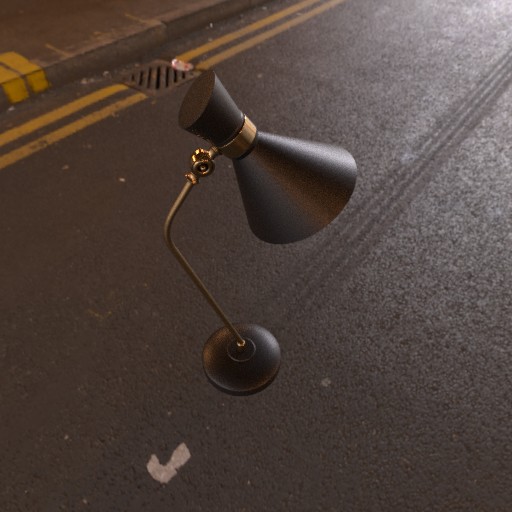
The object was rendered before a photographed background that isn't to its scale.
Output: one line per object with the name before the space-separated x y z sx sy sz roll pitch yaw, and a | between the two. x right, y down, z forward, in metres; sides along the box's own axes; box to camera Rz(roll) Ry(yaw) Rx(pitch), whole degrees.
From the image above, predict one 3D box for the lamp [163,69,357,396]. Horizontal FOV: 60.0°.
lamp | 0.000 0.000 0.760 0.292 0.647 0.189 -10 46 -9
